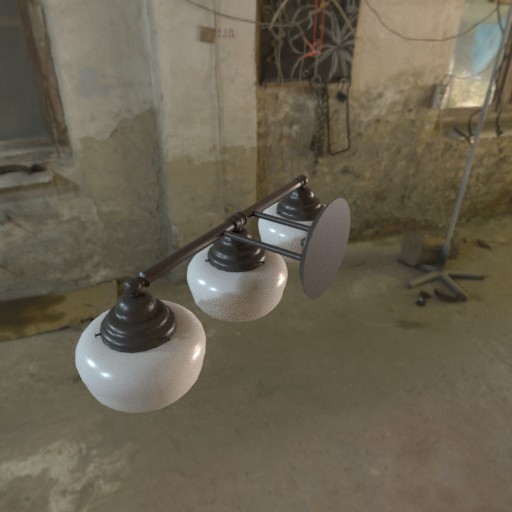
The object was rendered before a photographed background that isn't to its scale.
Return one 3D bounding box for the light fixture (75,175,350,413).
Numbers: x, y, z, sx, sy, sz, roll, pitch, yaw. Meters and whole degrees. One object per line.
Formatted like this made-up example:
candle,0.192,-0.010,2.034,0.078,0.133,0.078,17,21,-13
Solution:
light fixture,0.000,0.000,0.689,0.239,0.242,0.587,19,35,29
